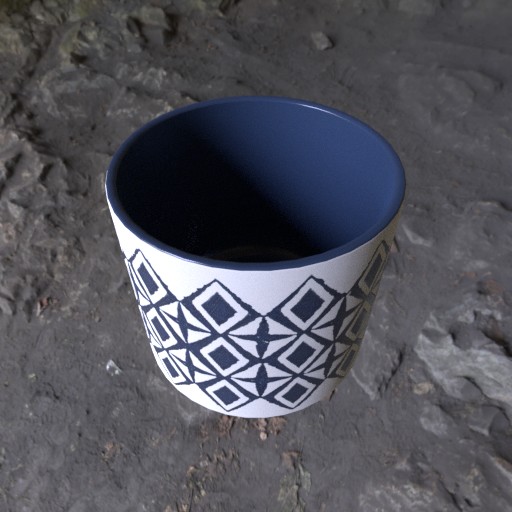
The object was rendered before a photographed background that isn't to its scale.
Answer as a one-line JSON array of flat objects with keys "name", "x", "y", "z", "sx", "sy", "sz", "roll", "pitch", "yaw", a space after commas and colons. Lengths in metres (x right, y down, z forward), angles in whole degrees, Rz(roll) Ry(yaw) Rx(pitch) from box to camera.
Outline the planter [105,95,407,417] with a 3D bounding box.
[{"name": "planter", "x": 0.000, "y": 0.000, "z": 0.330, "sx": 0.182, "sy": 0.165, "sz": 0.182, "roll": 0, "pitch": 45, "yaw": 0}]
